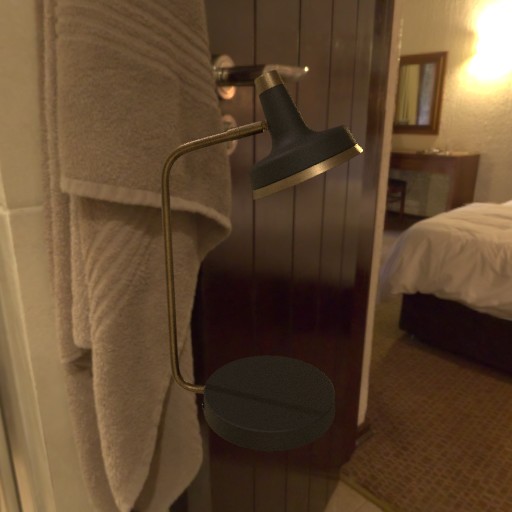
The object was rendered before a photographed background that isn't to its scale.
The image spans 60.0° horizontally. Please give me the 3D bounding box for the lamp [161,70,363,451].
[{"bbox_3d":[0.000,0.000,0.495,0.218,0.385,0.162,3,17,9],"label":"lamp"}]
